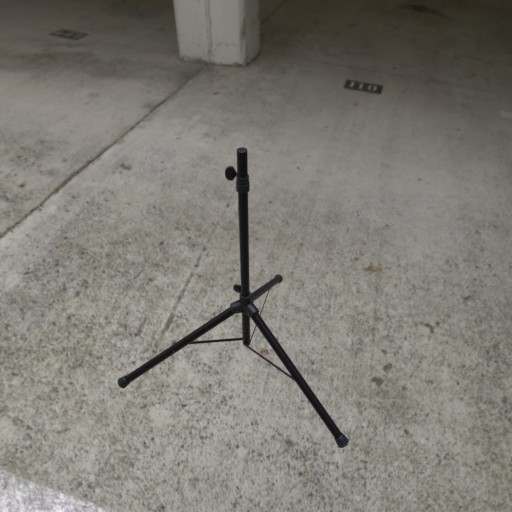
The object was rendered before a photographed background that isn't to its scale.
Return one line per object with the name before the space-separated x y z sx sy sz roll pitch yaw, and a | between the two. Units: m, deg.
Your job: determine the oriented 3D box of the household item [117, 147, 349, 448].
household item | 0.000 0.000 1.847 1.045 1.136 0.907 12 43 13
